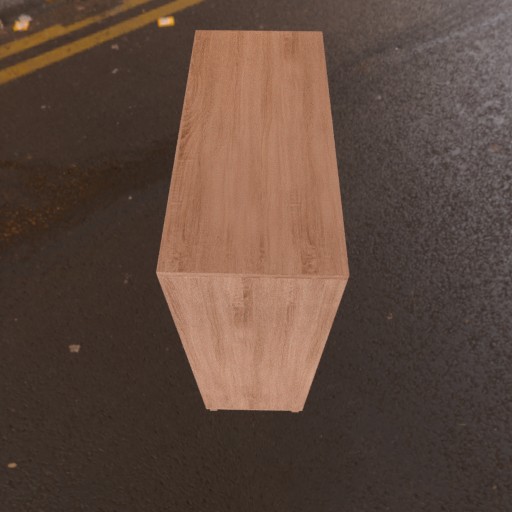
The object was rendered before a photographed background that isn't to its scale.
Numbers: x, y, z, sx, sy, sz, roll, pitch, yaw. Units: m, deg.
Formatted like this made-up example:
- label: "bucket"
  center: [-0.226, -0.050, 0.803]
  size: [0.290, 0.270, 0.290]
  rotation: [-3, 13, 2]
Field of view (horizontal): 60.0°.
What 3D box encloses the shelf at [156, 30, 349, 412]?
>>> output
- label: "shelf"
  center: [0.000, 0.000, 1.880]
  size: [0.450, 1.390, 1.000]
  rotation: [1, 57, 1]
